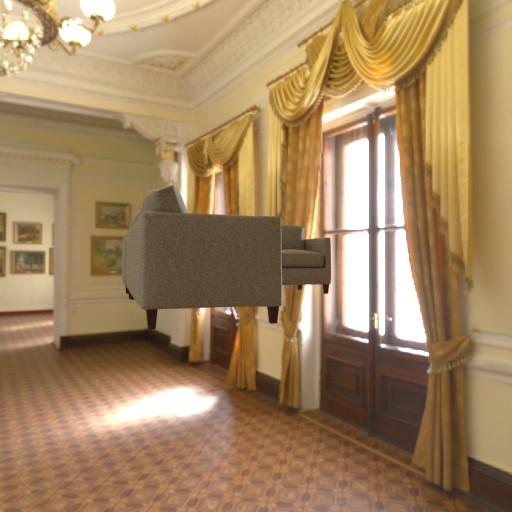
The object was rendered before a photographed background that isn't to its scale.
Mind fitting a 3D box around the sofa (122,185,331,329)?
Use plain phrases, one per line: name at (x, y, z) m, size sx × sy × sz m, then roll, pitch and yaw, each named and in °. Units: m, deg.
sofa at (0.000, 0.000, 4.619) m, size 2.593 × 0.947 × 3.302 m, roll 0°, pitch -1°, yaw -19°
